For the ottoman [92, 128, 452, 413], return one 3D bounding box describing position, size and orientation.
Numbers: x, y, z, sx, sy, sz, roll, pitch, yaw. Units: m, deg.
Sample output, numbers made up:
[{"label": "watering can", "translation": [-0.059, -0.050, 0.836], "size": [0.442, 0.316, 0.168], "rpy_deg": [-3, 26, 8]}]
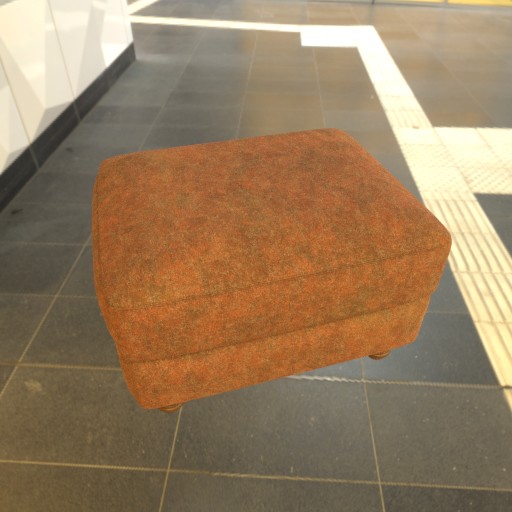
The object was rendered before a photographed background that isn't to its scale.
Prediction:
[{"label": "ottoman", "translation": [0.000, 0.000, 1.199], "size": [0.787, 0.508, 0.635], "rpy_deg": [-11, 41, -12]}]
